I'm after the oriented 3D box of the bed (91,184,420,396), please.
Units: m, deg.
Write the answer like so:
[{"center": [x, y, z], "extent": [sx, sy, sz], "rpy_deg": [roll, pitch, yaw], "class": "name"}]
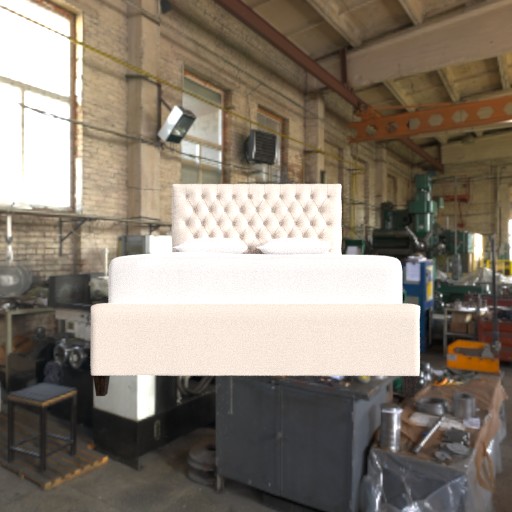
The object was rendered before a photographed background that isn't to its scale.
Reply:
[{"center": [0.000, 0.000, 3.340], "extent": [1.696, 1.426, 2.233], "rpy_deg": [0, 0, 0], "class": "bed"}]
